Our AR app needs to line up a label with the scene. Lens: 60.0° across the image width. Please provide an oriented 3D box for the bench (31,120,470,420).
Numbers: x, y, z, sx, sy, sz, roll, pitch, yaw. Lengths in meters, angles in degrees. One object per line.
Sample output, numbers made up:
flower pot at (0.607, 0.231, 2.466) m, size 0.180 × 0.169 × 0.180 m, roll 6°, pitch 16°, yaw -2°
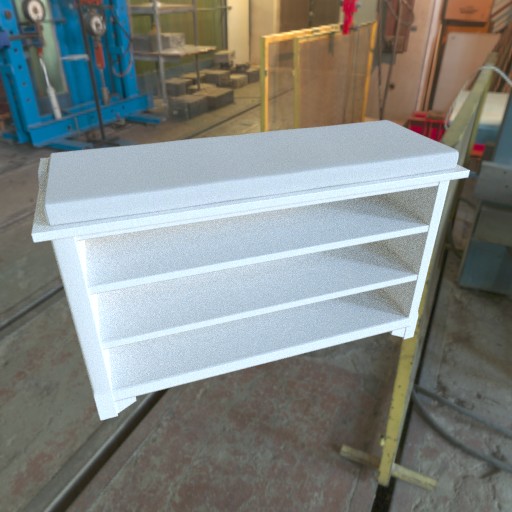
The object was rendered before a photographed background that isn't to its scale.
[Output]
bench at (0.000, 0.000, 1.212) m, size 0.987 × 0.589 × 0.346 m, roll -10°, pitch 33°, yaw -16°
